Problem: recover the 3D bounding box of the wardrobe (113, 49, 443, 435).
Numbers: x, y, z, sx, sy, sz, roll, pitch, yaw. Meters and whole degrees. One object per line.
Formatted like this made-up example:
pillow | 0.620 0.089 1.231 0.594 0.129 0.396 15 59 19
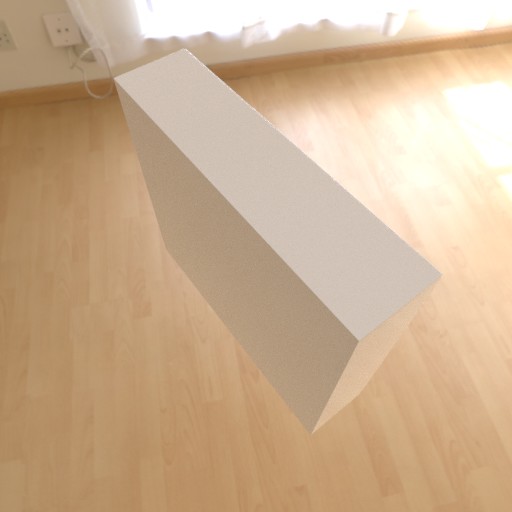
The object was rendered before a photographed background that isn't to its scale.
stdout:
wardrobe | 0.000 0.000 1.975 0.360 1.200 1.340 -32 63 -19
